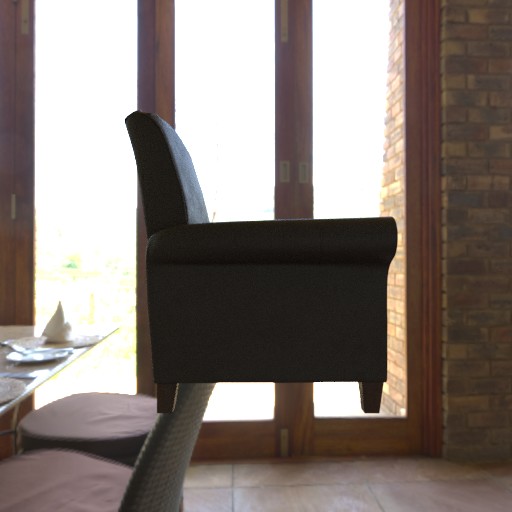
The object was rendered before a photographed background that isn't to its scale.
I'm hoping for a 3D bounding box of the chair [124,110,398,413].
[{"bbox_3d":[0.000,0.000,1.841,0.902,1.061,0.978,0,-1,0],"label":"chair"}]
